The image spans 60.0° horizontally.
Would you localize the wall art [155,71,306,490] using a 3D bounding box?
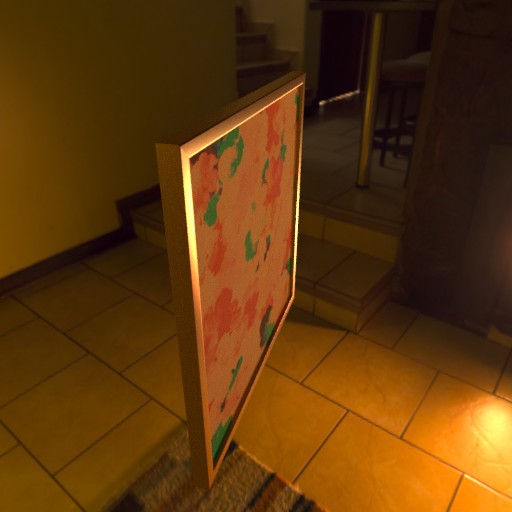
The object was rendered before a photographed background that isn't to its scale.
[{"bbox_3d":[0.000,0.000,1.105,0.036,0.765,0.767,9,31,16],"label":"wall art"}]
